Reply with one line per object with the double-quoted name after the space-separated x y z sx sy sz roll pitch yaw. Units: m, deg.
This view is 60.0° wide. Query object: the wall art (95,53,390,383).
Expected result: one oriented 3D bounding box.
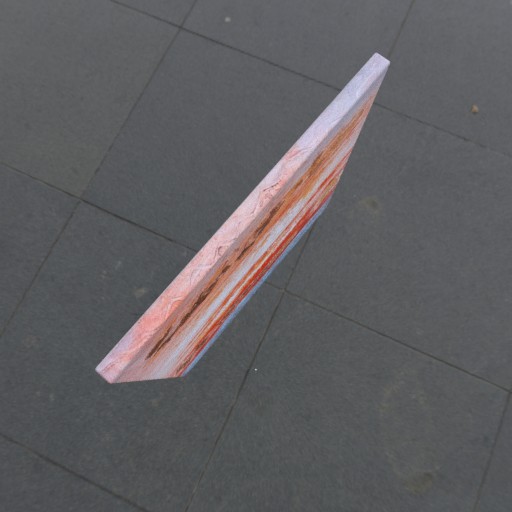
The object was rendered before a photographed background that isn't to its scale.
0.000 0.000 1.115 0.035 0.747 0.747 39 79 9 "wall art"
